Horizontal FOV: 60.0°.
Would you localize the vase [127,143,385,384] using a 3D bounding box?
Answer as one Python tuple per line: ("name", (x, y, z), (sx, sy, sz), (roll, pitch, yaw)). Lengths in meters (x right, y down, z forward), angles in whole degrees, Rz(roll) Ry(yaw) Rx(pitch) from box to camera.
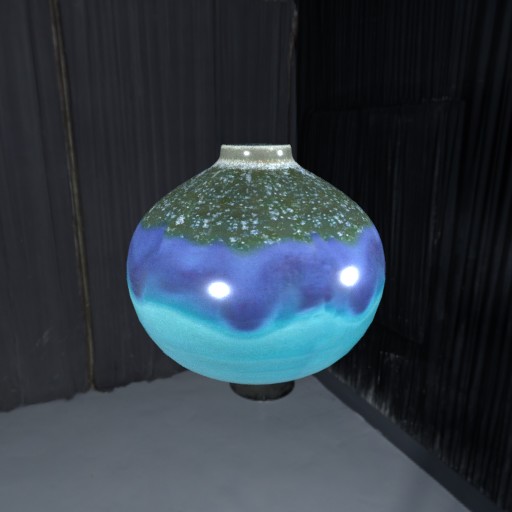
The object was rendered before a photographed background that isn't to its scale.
("vase", (0.000, 0.000, 0.272), (0.154, 0.133, 0.154), (0, 16, 0))
